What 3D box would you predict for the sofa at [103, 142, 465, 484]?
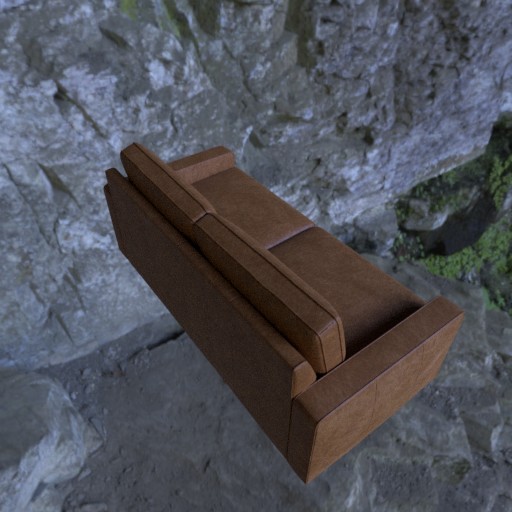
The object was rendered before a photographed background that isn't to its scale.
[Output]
[{"bbox_3d":[0.000,0.000,2.621,0.991,0.928,2.156,-26,48,-27],"label":"sofa"}]
